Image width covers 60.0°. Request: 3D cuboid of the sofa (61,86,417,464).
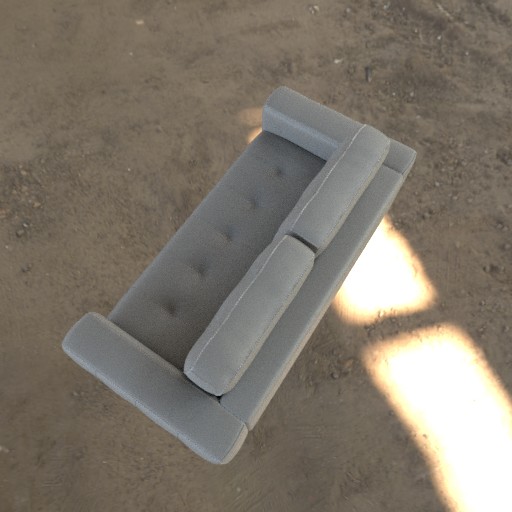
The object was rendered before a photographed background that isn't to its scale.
[{"bbox_3d":[0.000,0.000,2.166,0.833,0.892,1.726,31,69,13],"label":"sofa"}]
